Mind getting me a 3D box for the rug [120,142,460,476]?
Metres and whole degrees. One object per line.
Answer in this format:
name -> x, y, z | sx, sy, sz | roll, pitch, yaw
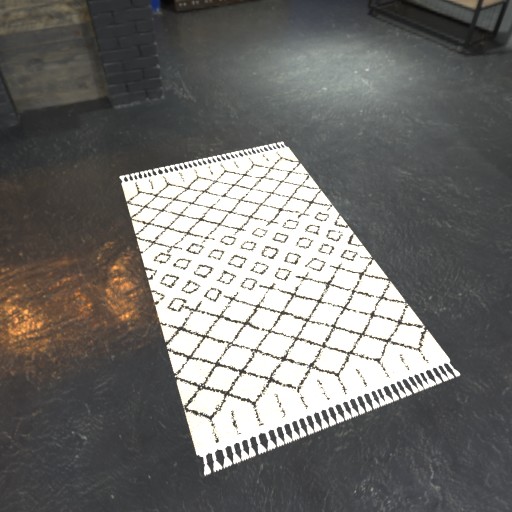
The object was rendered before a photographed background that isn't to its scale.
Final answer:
rug -> 0.000, 0.000, 2.471 | 1.196, 0.008, 2.006 | -15, 49, -14
